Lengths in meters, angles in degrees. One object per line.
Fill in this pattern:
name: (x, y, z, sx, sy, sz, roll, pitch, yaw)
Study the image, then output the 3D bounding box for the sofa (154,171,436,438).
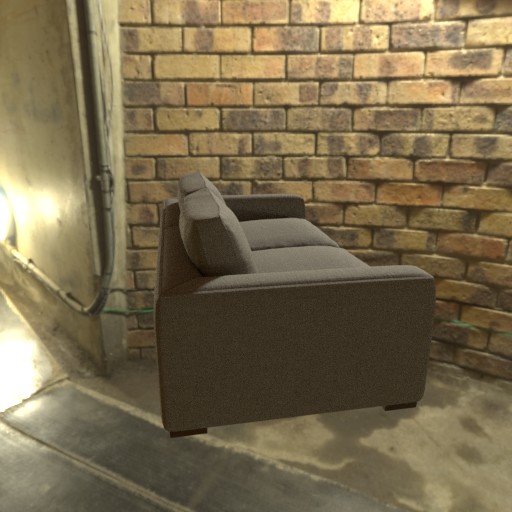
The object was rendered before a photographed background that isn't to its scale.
sofa: (0.000, 0.000, 2.481, 1.069, 0.800, 1.920, -3, 18, -10)
